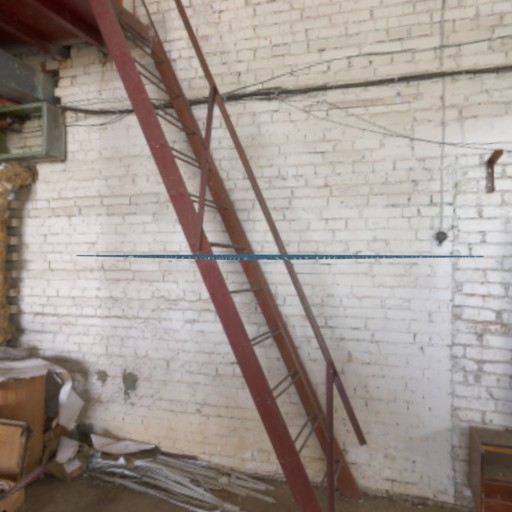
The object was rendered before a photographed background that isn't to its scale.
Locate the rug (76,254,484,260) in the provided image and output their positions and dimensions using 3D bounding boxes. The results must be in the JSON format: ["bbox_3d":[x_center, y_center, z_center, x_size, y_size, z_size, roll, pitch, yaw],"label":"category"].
[{"bbox_3d":[0.000,0.000,4.141,2.432,0.012,3.033,0,1,-37],"label":"rug"}]
